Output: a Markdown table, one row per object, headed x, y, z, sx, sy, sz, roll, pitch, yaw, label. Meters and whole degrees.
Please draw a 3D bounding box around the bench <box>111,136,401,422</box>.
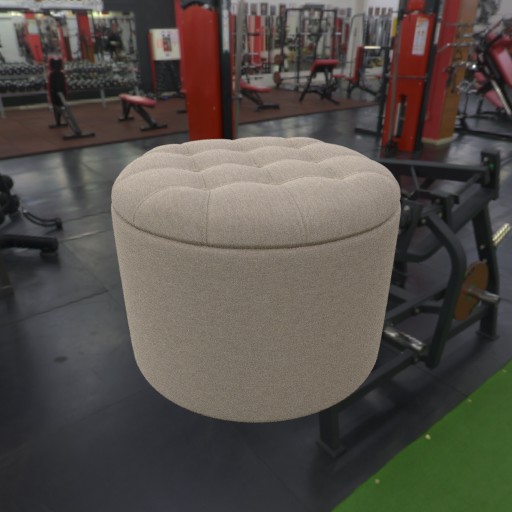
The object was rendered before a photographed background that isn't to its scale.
| x | y | z | sx | sy | sz | roll | pitch | yaw | label |
| --- | --- | --- | --- | --- | --- | --- | --- | --- | --- |
| 0.000 | 0.000 | 1.019 | 0.600 | 0.454 | 0.600 | 0 | 27 | 0 | bench |
